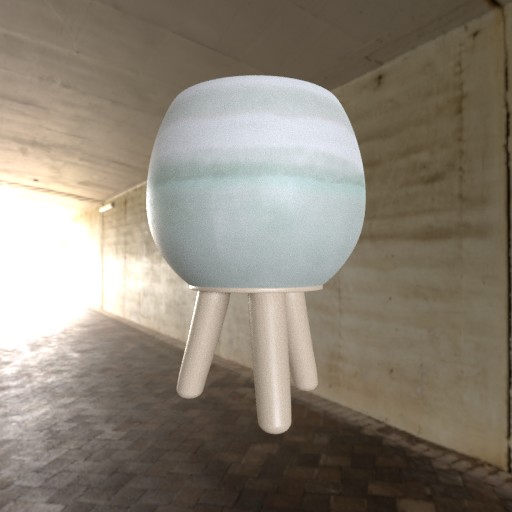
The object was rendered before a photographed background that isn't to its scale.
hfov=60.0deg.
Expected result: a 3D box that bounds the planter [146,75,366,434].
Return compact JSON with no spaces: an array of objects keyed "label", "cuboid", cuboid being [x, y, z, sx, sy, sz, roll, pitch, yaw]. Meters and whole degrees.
[{"label":"planter","cuboid":[0.000,0.000,0.335,0.161,0.224,0.161,0,-1,0]}]
